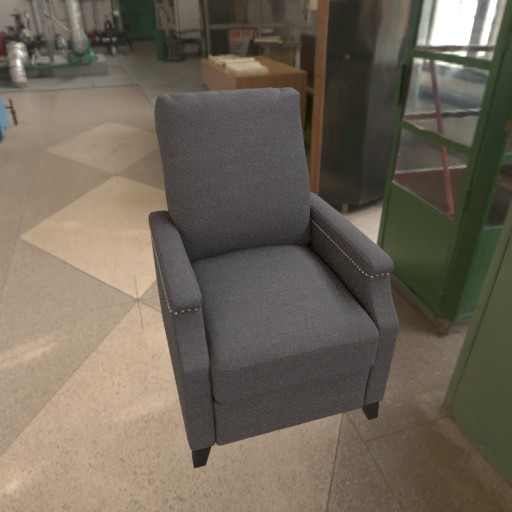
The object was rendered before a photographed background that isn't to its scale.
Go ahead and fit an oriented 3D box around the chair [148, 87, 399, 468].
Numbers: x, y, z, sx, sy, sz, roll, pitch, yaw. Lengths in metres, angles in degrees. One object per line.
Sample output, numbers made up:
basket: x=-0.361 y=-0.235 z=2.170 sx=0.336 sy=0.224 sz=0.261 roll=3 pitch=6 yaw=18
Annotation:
chair: x=0.000 y=0.000 z=1.626 sx=0.710 sy=1.049 sz=0.922 roll=-9 pitch=32 yaw=-15
